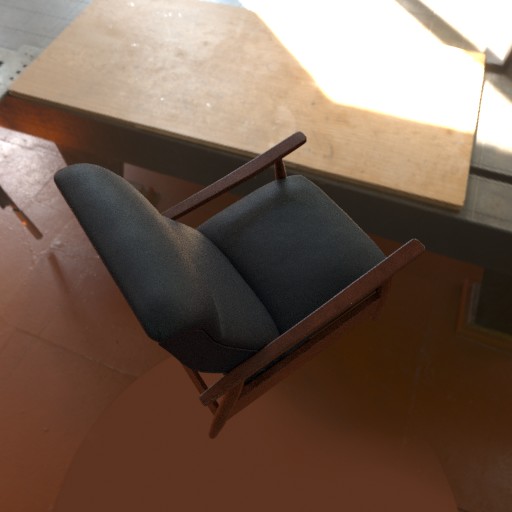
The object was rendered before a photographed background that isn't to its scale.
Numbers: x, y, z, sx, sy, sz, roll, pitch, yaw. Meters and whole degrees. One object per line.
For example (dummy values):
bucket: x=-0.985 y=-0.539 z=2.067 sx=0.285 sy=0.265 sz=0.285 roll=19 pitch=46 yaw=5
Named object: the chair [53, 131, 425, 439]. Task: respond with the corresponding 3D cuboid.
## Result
chair: x=0.000 y=0.000 z=1.721 sx=1.014 sy=1.082 sz=0.762 roll=-31 pitch=63 yaw=-18
